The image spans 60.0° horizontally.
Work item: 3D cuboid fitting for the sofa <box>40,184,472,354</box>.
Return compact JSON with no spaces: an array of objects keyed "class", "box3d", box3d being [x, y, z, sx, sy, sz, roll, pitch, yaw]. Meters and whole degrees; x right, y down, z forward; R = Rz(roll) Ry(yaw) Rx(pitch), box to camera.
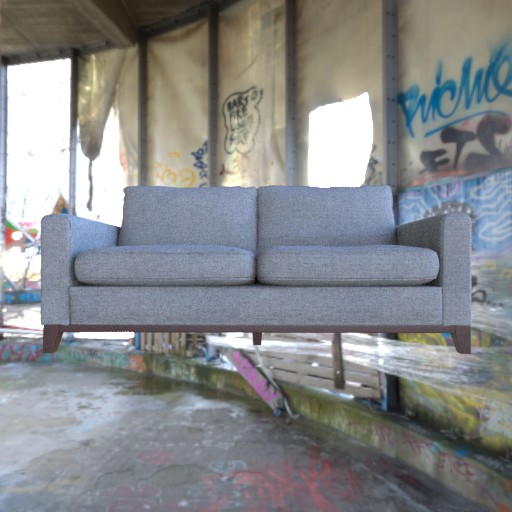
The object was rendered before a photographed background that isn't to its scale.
[{"class":"sofa","box3d":[0.000,0.000,2.445,1.978,0.892,0.969,0,-1,1]}]
